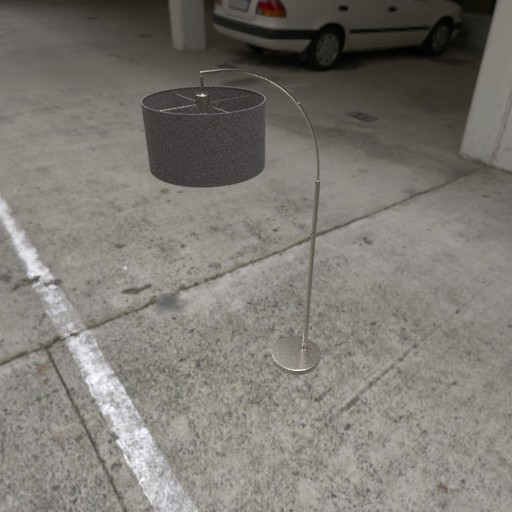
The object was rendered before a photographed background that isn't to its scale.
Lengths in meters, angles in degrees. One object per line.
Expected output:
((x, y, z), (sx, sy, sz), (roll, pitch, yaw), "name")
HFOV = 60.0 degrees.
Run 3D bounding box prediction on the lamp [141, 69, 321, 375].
((0.000, 0.000, 2.161), (0.934, 1.735, 0.452), (-22, 38, -31), "lamp")
